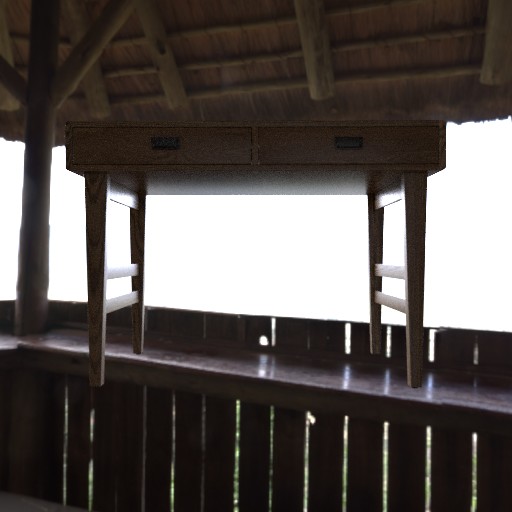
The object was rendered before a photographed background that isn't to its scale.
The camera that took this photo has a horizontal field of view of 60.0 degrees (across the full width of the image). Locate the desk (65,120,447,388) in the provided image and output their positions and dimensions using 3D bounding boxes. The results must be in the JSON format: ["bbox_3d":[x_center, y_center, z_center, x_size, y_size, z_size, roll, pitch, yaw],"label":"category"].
[{"bbox_3d":[0.000,0.000,1.486,1.067,0.755,0.508,0,0,1],"label":"desk"}]
